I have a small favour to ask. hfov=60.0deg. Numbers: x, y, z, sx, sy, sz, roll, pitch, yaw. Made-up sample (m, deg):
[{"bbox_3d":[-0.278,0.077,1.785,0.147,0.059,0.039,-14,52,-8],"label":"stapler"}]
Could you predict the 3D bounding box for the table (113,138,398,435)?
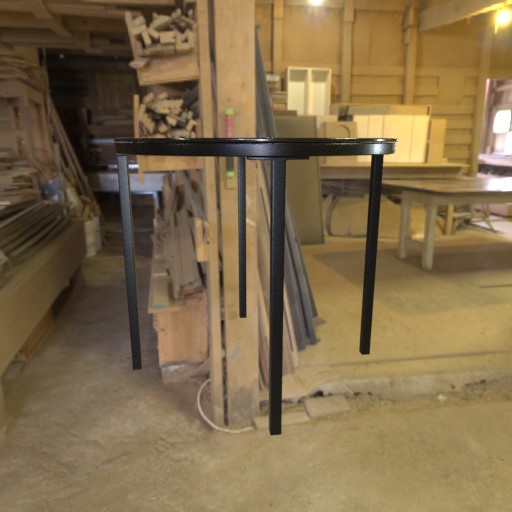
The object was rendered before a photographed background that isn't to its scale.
[{"bbox_3d":[0.000,0.000,0.866,0.499,0.443,0.499,0,15,0],"label":"table"}]
